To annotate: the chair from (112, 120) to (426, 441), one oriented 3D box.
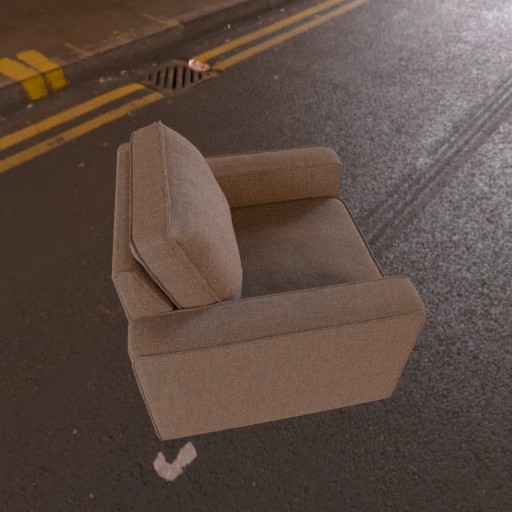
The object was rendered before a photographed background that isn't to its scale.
[{"bbox_3d":[0.000,0.000,1.753,0.940,0.914,1.016,-8,46,-8],"label":"chair"}]
